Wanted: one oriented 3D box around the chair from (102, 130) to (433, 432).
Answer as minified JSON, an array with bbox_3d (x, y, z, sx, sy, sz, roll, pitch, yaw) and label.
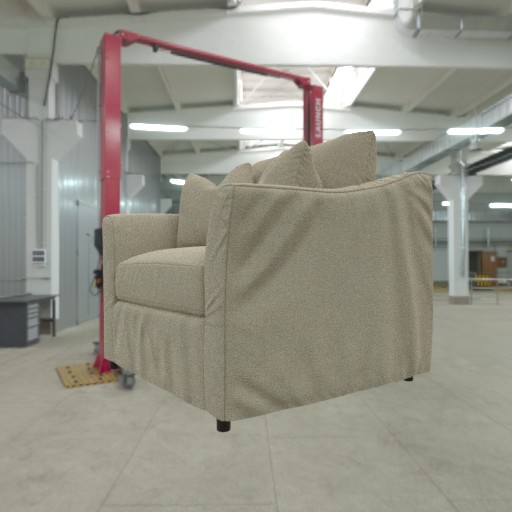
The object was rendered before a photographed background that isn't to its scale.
[{"bbox_3d":[0.000,0.000,2.060,1.071,1.093,1.194,1,-1,-37],"label":"chair"}]
